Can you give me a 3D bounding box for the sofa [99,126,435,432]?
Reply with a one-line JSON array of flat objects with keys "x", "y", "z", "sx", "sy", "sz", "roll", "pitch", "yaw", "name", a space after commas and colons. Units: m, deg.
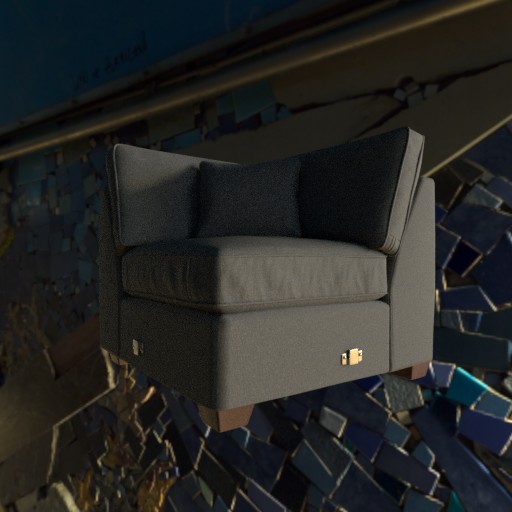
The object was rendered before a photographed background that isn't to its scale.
[{"x": 0.000, "y": 0.000, "z": 1.955, "sx": 1.084, "sy": 1.002, "sz": 1.146, "roll": 0, "pitch": 0, "yaw": -36, "name": "sofa"}]
